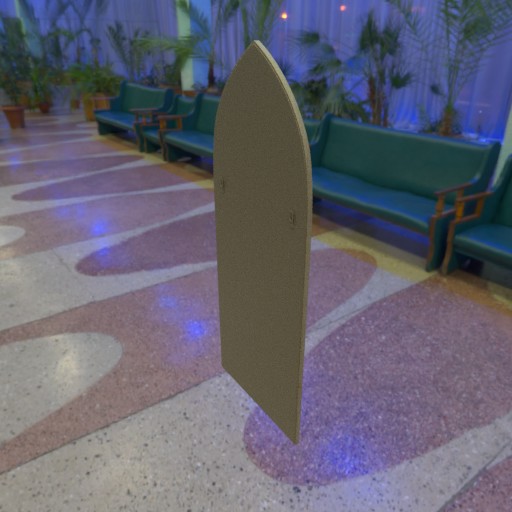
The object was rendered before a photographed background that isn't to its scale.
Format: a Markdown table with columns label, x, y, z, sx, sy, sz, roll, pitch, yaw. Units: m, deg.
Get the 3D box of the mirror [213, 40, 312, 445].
| label | x | y | z | sx | sy | sz | roll | pitch | yaw |
| --- | --- | --- | --- | --- | --- | --- | --- | --- | --- |
| mirror | 0.000 | 0.000 | 1.343 | 0.025 | 1.175 | 0.464 | -17 | 31 | -31 |
